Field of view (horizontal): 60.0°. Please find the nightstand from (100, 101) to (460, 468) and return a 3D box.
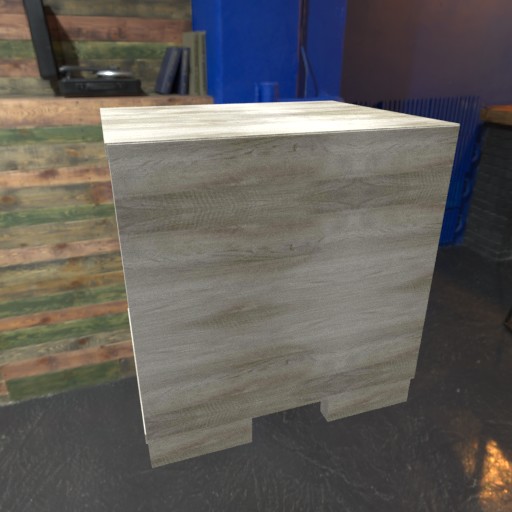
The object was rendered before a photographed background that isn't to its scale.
[{"bbox_3d":[0.000,0.000,0.734,0.427,0.448,0.347,-8,25,-17],"label":"nightstand"}]
